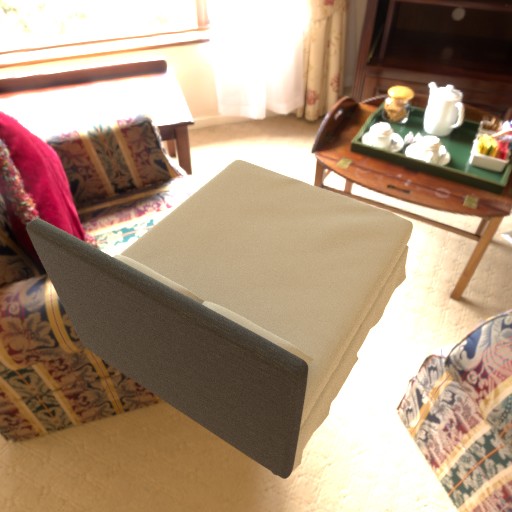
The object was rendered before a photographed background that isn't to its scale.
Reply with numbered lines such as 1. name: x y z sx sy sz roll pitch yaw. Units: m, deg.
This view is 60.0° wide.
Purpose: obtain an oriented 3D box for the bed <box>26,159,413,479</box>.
1. bed: 0.000 0.000 3.276 1.884 1.330 2.142 24 50 22
